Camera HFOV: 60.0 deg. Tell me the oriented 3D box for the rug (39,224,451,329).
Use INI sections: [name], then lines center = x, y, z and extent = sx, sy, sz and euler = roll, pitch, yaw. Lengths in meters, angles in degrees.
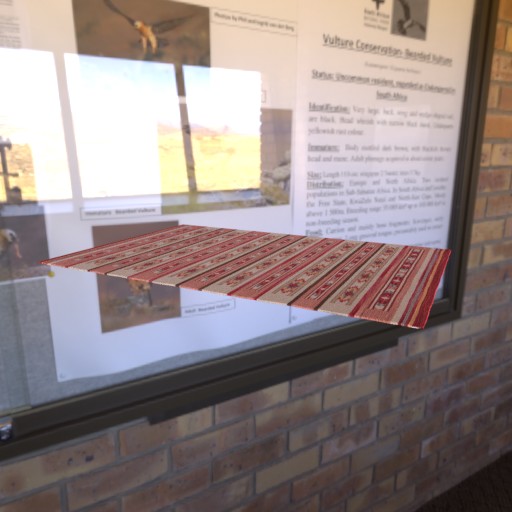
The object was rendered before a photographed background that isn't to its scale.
[rug]
center = 0.000, 0.000, 2.337
extent = 1.817, 0.008, 1.223
euler = 7, 16, 26
